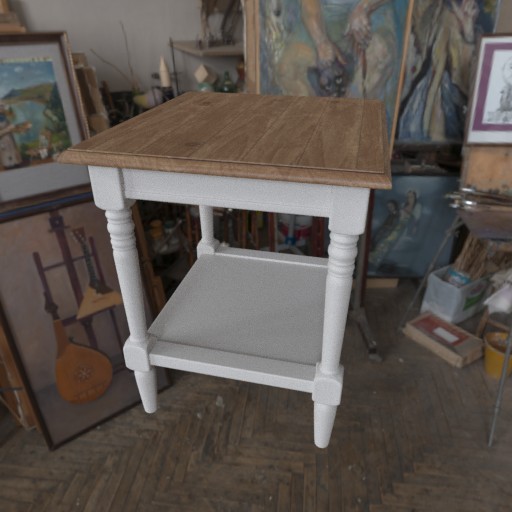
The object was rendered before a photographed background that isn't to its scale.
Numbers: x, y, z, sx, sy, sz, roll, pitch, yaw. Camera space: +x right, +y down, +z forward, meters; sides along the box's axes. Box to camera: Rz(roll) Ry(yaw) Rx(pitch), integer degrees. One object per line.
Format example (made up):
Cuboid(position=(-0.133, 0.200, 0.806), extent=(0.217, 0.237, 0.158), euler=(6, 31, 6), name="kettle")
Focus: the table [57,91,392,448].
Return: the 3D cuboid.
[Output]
Cuboid(position=(0.000, 0.000, 0.927), extent=(0.457, 0.561, 0.508), euler=(7, 30, 11), name="table")
